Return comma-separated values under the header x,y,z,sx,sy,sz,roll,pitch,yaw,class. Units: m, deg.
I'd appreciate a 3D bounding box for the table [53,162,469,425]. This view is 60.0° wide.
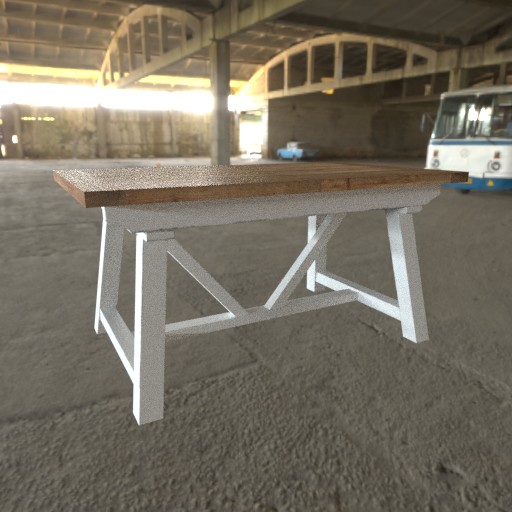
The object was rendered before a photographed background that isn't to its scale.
x,y,z,sx,sy,sz,roll,pitch,yaw,class
0.000,0.000,1.971,1.503,0.743,0.922,-8,17,-27,table
